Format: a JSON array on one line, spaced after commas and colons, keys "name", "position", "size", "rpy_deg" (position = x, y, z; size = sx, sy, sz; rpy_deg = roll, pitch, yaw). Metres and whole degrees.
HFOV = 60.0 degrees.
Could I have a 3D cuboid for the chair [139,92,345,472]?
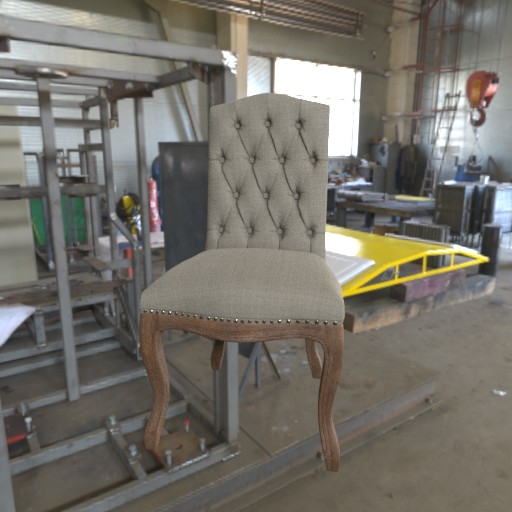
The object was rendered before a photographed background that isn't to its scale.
[{"name": "chair", "position": [0.000, 0.000, 1.602], "size": [0.637, 1.191, 0.731], "rpy_deg": [2, 14, 10]}]
